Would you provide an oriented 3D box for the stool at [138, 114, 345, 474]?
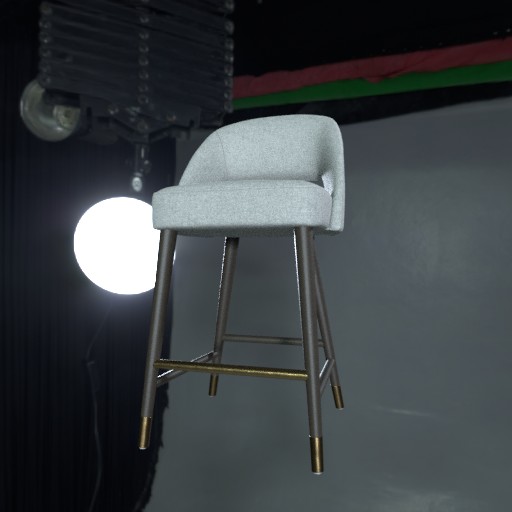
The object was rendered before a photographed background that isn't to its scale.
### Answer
[{"bbox_3d":[0.000,0.000,1.256,0.494,0.940,0.509,0,0,17],"label":"stool"}]
